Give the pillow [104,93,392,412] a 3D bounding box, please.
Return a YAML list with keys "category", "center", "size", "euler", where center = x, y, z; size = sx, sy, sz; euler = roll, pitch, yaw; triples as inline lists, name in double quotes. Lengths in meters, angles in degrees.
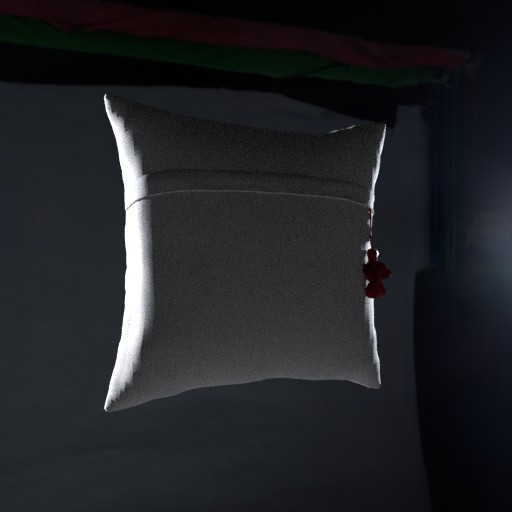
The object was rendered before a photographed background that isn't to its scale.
- category: "pillow"
  center: [0.000, 0.000, 0.668]
  size: [0.433, 0.436, 0.173]
  euler: [0, -1, -17]
